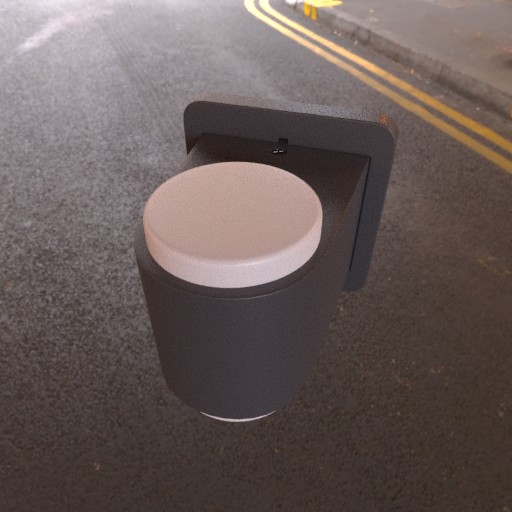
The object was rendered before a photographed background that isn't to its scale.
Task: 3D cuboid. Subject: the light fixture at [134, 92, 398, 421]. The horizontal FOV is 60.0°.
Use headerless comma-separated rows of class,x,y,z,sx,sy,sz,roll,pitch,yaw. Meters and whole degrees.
light fixture,0.000,0.000,0.214,0.109,0.109,0.132,12,42,13
